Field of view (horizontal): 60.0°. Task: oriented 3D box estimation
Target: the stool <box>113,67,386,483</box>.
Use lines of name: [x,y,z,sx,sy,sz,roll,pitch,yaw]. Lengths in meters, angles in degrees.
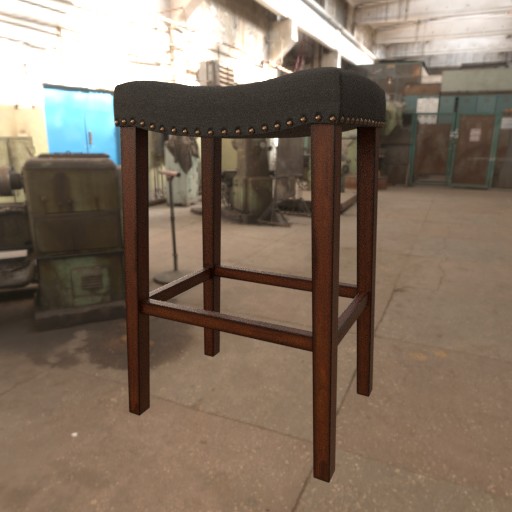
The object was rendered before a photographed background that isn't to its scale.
stool: [0.000,0.000,1.021,0.502,0.760,0.366,8,17,26]
